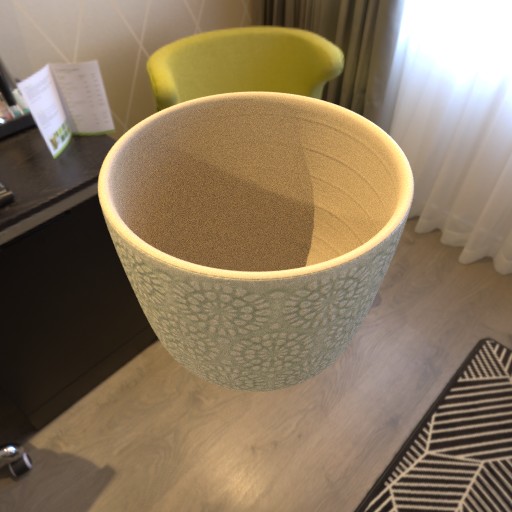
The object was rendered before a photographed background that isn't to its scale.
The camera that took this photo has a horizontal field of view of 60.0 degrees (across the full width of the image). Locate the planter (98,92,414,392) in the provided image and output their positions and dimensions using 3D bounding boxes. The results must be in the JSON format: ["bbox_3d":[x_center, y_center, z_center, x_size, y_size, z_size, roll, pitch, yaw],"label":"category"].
[{"bbox_3d":[0.000,0.000,0.217,0.124,0.109,0.124,0,46,0],"label":"planter"}]
